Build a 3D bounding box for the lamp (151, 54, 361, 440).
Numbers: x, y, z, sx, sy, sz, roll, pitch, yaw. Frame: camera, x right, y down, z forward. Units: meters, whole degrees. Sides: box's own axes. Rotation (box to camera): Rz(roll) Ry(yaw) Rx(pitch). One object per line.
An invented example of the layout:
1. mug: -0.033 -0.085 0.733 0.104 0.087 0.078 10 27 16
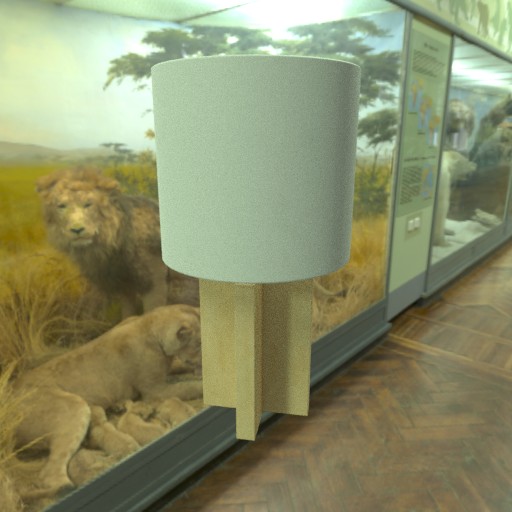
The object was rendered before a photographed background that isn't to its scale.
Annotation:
1. lamp: 0.000 0.000 0.552 0.229 0.428 0.229 3 16 10
